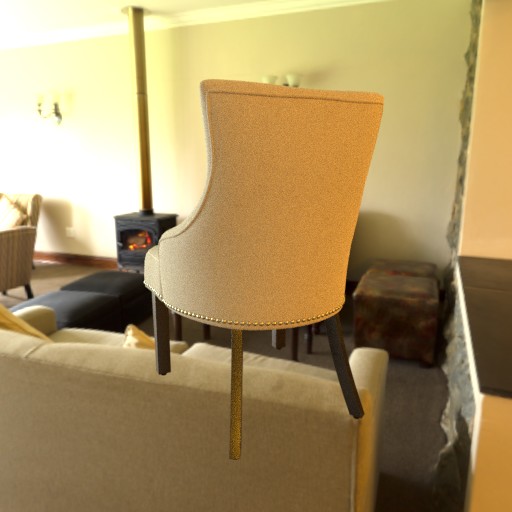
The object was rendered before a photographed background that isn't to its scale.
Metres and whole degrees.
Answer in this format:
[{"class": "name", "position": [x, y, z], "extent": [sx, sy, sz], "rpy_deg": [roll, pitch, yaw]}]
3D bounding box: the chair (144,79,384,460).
[{"class": "chair", "position": [0.000, 0.000, 1.347], "extent": [0.566, 0.909, 0.629], "rpy_deg": [-6, 14, -27]}]
